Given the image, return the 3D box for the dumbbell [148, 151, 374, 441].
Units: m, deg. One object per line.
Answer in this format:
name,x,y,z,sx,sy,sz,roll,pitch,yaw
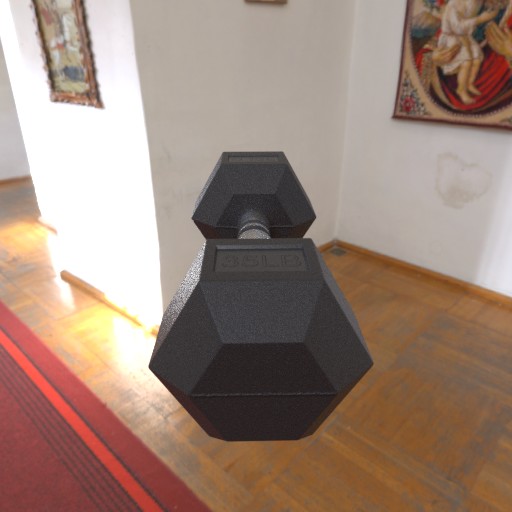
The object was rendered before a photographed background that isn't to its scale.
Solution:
dumbbell,0.000,0.000,0.413,0.141,0.123,0.356,-1,27,-1
